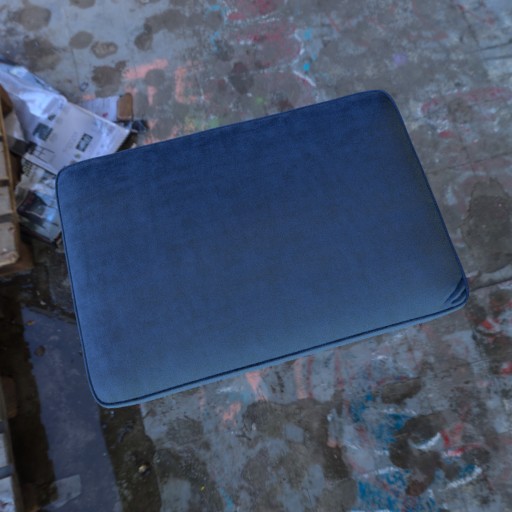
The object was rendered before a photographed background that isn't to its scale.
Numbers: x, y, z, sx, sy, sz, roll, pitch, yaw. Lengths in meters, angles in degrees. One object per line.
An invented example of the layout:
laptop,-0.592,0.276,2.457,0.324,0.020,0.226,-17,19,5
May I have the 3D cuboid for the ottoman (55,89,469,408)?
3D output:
ottoman,0.000,0.000,1.205,0.862,0.484,0.583,-15,75,-4
